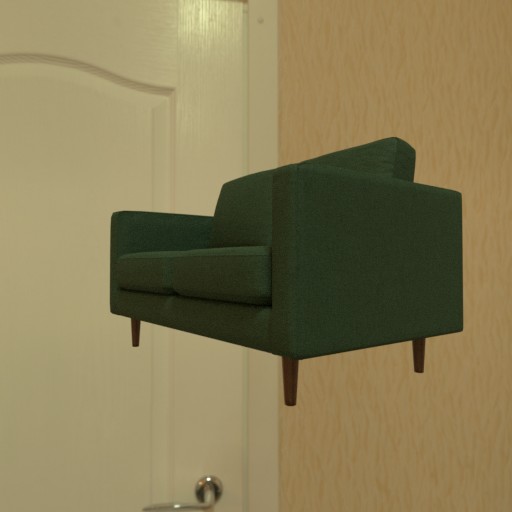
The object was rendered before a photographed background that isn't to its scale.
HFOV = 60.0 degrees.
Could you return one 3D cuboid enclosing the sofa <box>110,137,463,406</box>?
[{"bbox_3d":[0.000,0.000,1.974,0.879,0.899,1.430,1,-2,-37],"label":"sofa"}]
